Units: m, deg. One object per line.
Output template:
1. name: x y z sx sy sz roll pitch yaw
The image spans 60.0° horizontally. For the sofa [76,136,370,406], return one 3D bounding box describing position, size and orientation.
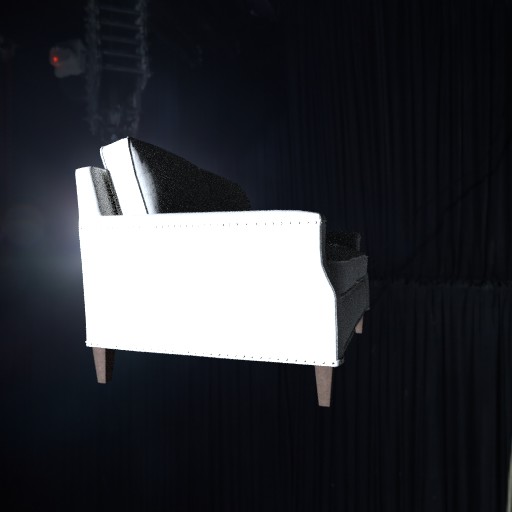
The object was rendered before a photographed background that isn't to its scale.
1. sofa: 0.000 0.000 2.336 1.084 1.003 1.597 0 0 18
